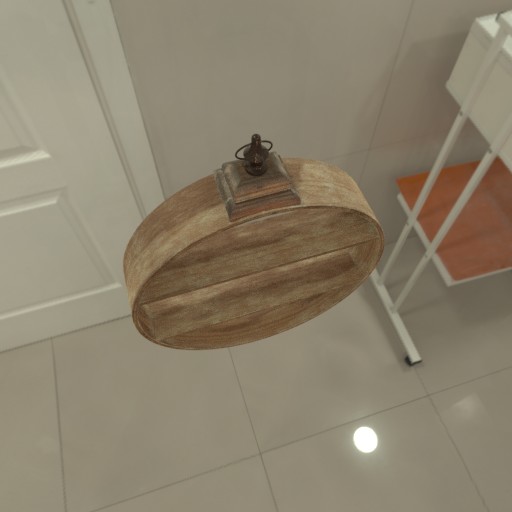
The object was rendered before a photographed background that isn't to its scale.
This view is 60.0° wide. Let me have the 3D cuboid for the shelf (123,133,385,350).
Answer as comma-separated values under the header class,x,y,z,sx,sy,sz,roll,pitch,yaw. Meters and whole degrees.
class,x,y,z,sx,sy,sz,roll,pitch,yaw
shelf,0.000,0.000,1.012,0.601,0.725,0.125,-15,59,-9
